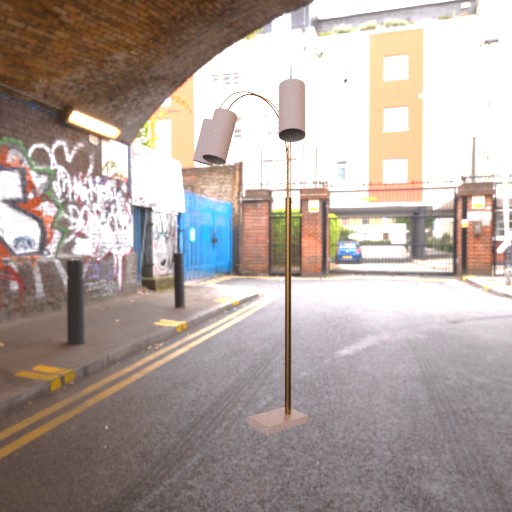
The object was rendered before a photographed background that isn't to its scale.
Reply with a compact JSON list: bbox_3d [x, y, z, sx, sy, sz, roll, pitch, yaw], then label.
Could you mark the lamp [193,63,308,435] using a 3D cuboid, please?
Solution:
[{"bbox_3d":[0.000,0.000,2.569,0.667,2.055,1.020,-1,2,-35],"label":"lamp"}]
